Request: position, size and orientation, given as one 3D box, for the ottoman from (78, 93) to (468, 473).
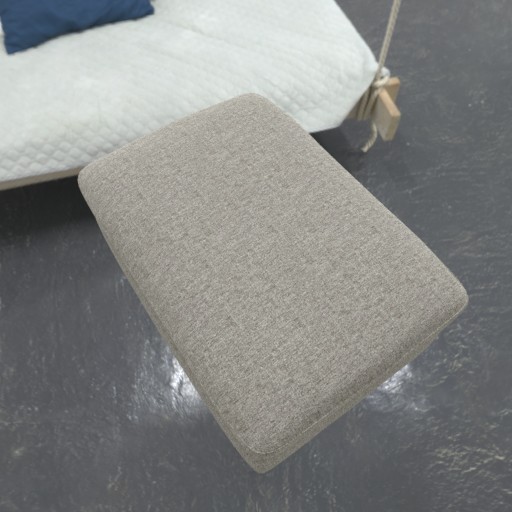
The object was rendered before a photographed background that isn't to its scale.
[{"bbox_3d":[0.000,0.000,1.319,0.694,0.451,0.977,-31,63,-17],"label":"ottoman"}]
